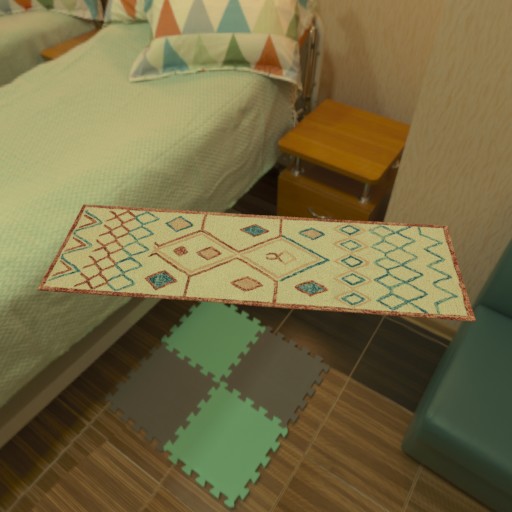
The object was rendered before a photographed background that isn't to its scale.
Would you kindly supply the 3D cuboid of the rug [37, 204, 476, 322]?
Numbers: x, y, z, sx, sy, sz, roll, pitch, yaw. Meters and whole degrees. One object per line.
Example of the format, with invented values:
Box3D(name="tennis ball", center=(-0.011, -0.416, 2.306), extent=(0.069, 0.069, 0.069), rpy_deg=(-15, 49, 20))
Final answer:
Box3D(name="rug", center=(0.000, 0.000, 2.703), extent=(2.435, 0.011, 0.750), rpy_deg=(4, 47, 3))
